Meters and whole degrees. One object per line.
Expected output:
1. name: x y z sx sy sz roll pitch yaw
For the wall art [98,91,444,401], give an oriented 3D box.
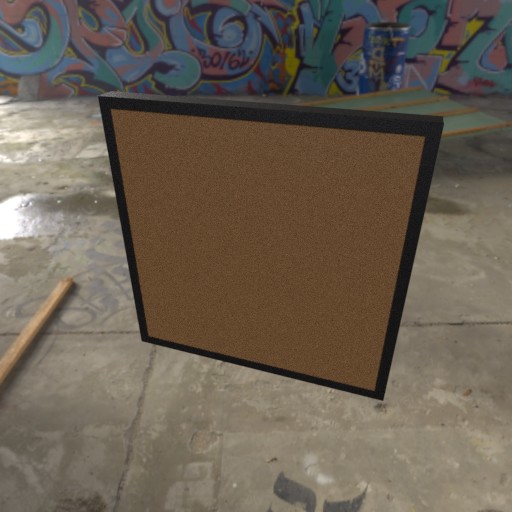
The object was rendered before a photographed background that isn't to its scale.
1. wall art: 0.000 0.000 0.767 0.506 0.506 0.037 10 33 16
